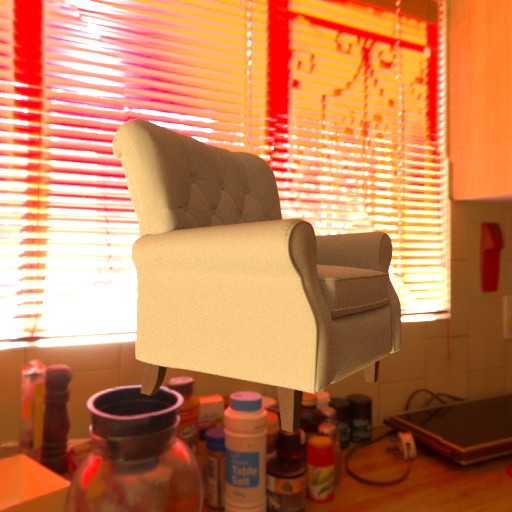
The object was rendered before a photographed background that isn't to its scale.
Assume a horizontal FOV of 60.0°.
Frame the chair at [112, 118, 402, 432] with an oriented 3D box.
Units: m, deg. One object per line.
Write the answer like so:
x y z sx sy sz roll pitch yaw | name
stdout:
0.000 0.000 2.091 1.128 1.217 1.090 0 -1 35 | chair
